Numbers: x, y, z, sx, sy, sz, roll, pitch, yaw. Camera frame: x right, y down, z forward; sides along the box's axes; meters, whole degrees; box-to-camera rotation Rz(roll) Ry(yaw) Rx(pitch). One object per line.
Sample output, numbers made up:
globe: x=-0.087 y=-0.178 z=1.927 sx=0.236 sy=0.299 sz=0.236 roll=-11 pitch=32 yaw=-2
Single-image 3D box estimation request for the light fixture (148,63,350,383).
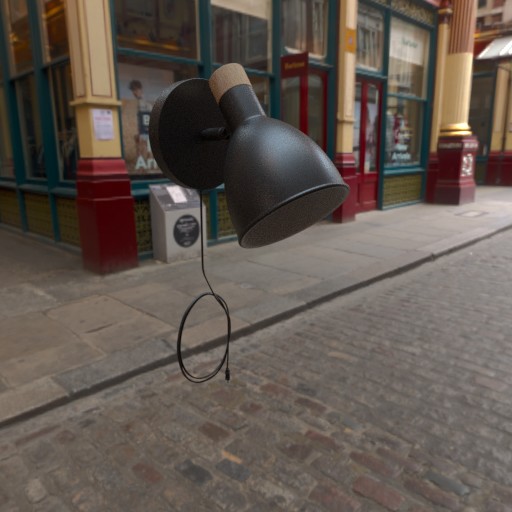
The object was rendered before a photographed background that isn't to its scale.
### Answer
light fixture: x=0.000 y=0.000 z=0.486 sx=0.203 sy=0.401 sz=0.127 roll=12 pitch=18 yaw=42
